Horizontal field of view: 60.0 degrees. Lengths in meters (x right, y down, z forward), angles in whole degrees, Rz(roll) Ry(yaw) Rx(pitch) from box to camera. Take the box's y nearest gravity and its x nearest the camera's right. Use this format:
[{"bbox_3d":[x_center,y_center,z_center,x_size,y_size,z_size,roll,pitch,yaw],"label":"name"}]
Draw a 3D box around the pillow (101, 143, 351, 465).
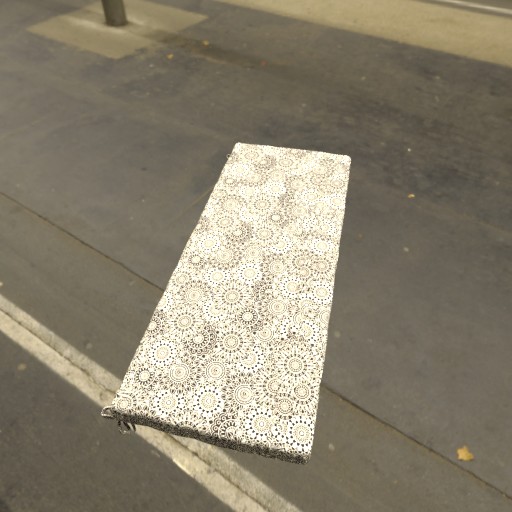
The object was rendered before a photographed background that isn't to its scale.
[{"bbox_3d":[0.000,0.000,1.359,0.492,0.081,1.187,9,47,9],"label":"pillow"}]
